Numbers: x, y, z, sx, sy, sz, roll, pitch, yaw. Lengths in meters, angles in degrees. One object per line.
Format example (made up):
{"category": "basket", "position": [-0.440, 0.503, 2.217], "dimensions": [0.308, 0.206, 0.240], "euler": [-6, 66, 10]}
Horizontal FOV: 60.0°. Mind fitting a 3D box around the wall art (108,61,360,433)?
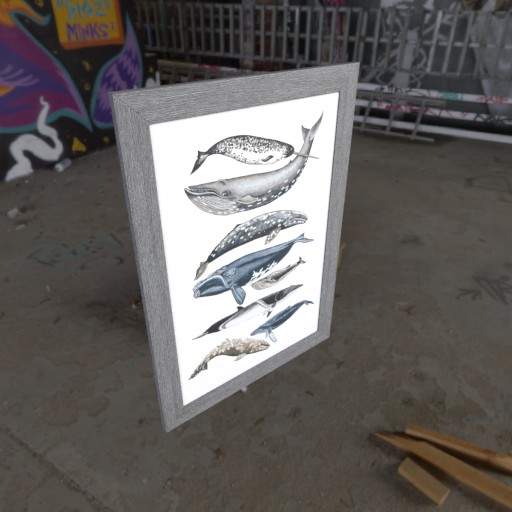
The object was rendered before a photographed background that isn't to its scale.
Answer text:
{"category": "wall art", "position": [0.000, 0.000, 1.397], "dimensions": [0.768, 1.070, 0.020], "euler": [-22, 37, -32]}
